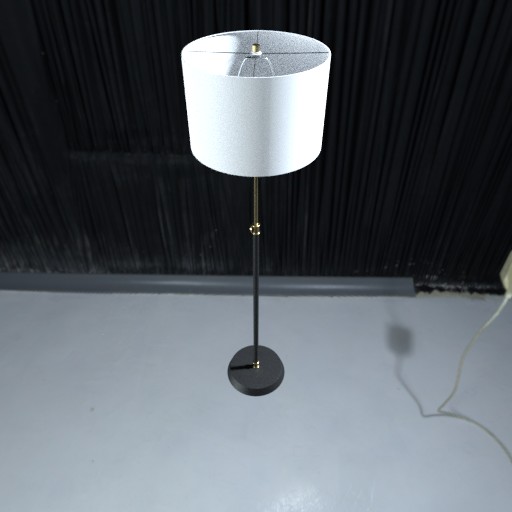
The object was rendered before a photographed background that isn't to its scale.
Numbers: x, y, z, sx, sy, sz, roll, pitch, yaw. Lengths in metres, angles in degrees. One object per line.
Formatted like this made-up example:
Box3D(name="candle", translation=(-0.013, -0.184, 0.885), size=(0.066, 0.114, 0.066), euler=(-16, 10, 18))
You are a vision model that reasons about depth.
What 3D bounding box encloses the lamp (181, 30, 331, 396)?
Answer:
Box3D(name="lamp", translation=(0.000, 0.000, 1.696), size=(0.404, 1.517, 0.404), euler=(1, 41, 1))
